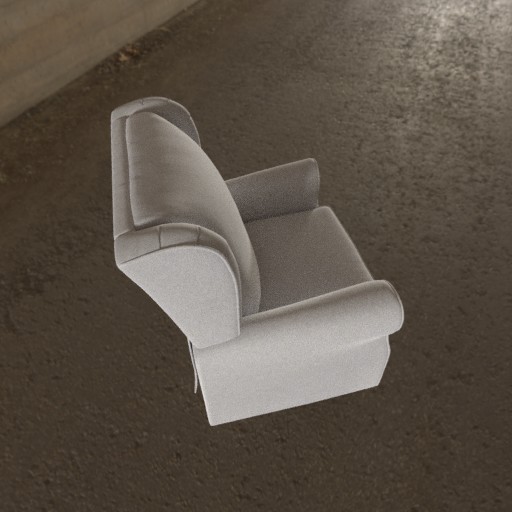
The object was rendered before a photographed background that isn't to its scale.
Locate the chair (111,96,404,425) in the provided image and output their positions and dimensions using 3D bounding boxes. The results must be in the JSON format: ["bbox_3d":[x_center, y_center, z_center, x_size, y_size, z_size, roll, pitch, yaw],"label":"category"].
[{"bbox_3d":[0.000,0.000,1.656,0.854,0.967,0.906,-10,45,-10],"label":"chair"}]
